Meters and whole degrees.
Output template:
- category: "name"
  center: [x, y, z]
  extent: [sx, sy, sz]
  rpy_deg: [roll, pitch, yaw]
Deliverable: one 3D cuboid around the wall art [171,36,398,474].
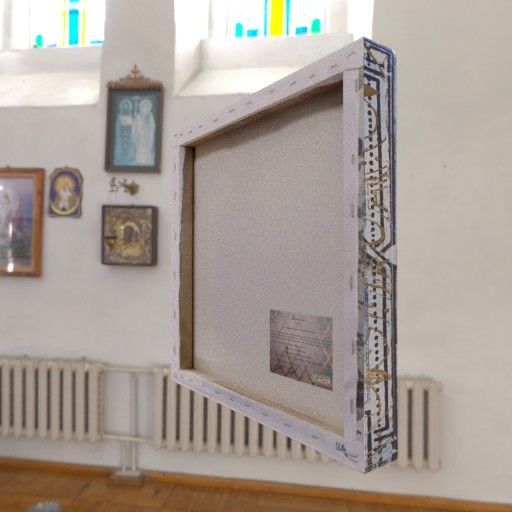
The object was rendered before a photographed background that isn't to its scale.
- category: "wall art"
  center: [0.000, 0.000, 0.441]
  extent: [0.038, 0.306, 0.302]
  rpy_deg: [0, -1, -37]
